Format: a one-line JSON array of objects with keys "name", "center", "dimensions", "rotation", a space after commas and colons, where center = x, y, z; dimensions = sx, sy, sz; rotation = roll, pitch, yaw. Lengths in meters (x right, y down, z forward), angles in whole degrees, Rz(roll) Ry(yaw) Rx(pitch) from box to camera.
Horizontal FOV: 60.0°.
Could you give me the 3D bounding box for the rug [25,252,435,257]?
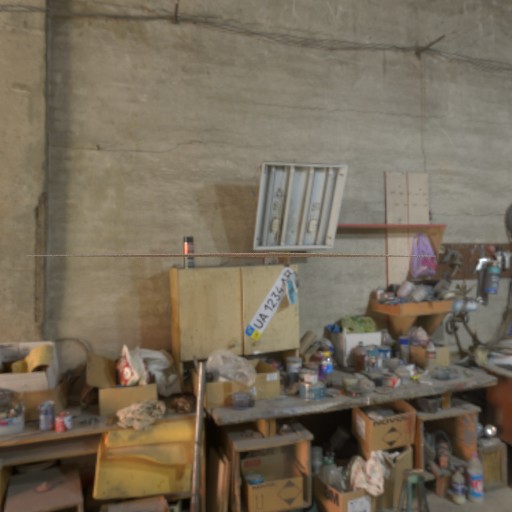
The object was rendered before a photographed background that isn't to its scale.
[{"name": "rug", "center": [0.000, 0.000, 4.173], "dimensions": [2.451, 0.008, 3.143], "rotation": [0, 0, 37]}]
